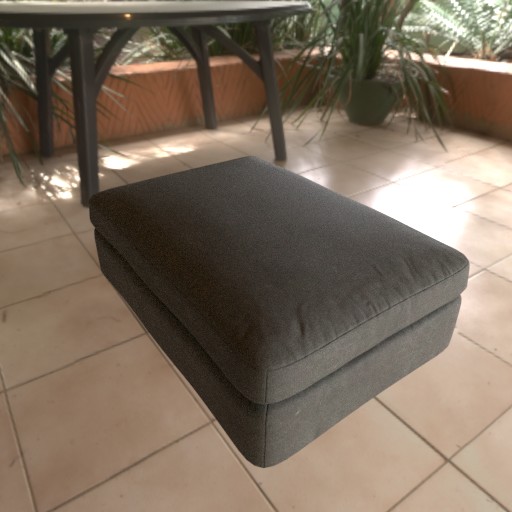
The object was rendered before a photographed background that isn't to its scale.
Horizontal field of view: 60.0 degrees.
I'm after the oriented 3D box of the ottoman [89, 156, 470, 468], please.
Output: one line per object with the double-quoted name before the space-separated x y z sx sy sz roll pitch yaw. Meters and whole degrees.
"ottoman" 0.000 0.000 1.608 0.840 0.429 1.199 -21 37 -30
